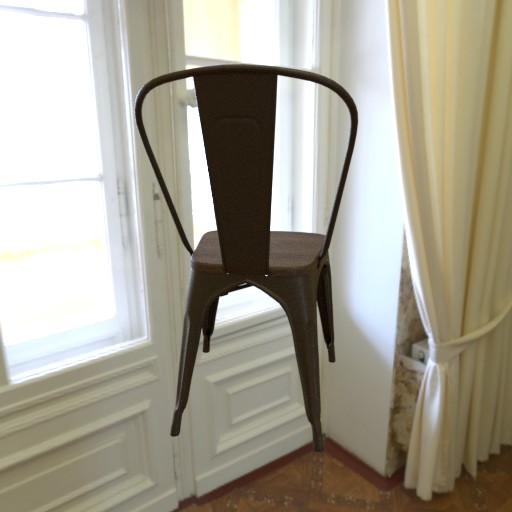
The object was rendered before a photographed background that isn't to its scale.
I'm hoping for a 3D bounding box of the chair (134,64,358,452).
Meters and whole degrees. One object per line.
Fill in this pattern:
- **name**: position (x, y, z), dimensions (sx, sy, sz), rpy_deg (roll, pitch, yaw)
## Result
- **chair**: position (0.000, 0.000, 1.138), dimensions (0.451, 0.844, 0.532), rpy_deg (2, 16, 9)
